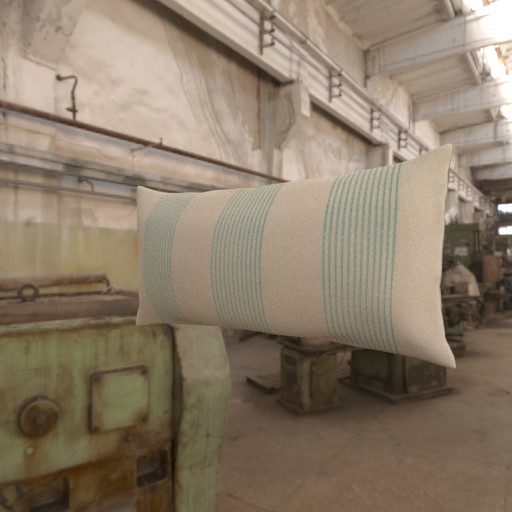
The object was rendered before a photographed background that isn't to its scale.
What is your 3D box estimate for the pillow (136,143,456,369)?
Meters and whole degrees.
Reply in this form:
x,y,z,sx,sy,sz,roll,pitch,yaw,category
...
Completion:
x,y,z,sx,sy,sz,roll,pitch,yaw,category
0.000,0.000,0.725,0.610,0.287,0.151,0,0,36,pillow
